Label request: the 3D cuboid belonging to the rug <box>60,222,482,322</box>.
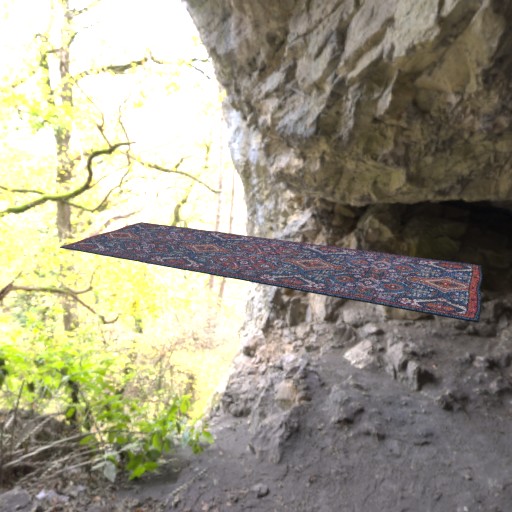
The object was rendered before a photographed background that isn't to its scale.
[{"bbox_3d":[0.000,0.000,2.683,2.459,0.010,0.801,9,19,25],"label":"rug"}]
